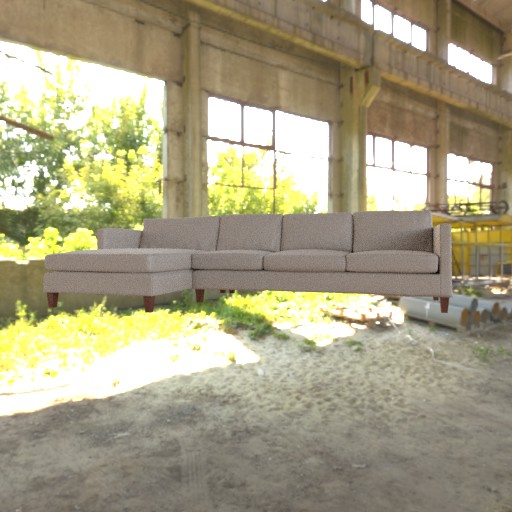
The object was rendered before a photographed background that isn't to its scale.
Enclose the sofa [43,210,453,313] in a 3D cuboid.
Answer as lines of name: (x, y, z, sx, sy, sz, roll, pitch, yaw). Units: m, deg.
sofa: (0.000, 0.000, 3.922, 3.186, 0.846, 1.625, 0, 1, 18)
